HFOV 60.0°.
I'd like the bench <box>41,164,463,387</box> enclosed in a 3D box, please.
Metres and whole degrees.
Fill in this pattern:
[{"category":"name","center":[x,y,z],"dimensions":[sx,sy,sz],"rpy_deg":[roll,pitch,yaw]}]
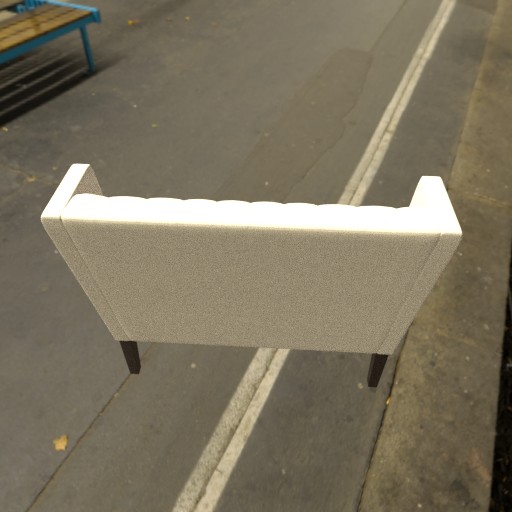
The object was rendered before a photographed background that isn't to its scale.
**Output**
[{"category":"bench","center":[0.000,0.000,1.992],"dimensions":[1.280,1.123,0.847],"rpy_deg":[2,46,2]}]
